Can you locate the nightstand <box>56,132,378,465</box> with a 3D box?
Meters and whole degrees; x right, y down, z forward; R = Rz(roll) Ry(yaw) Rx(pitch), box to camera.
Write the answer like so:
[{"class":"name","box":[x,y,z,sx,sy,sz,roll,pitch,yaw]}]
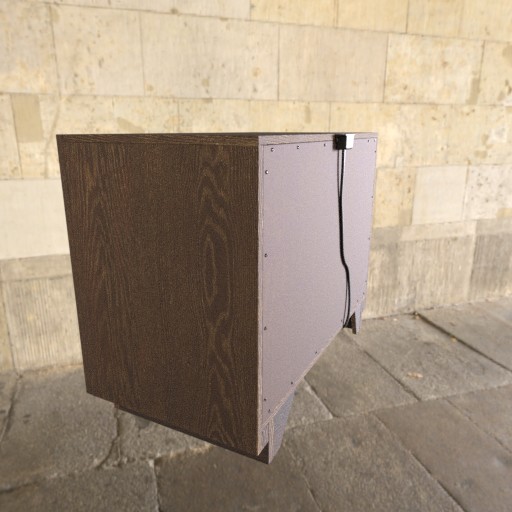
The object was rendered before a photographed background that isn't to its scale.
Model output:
[{"class":"nightstand","box":[0.000,0.000,1.146,0.457,0.612,0.775,8,18,26]}]
